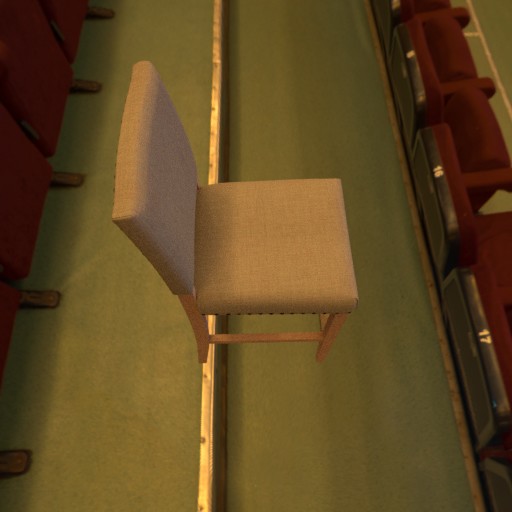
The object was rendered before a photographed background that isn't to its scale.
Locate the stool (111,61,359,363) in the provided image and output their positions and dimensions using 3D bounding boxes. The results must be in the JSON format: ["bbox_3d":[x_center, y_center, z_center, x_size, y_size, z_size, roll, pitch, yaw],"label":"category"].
[{"bbox_3d":[0.000,0.000,1.452,0.585,1.173,0.445,-2,63,-1],"label":"stool"}]
